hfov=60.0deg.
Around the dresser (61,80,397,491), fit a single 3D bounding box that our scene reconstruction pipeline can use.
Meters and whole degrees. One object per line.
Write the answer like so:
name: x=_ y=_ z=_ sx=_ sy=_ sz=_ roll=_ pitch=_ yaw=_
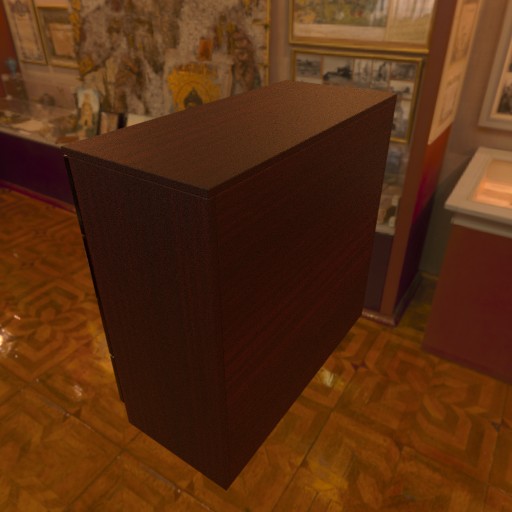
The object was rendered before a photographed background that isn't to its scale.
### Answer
dresser: x=0.000 y=0.000 z=1.144 sx=0.360 sy=0.720 sz=0.750 roll=20 pitch=37 yaw=29
